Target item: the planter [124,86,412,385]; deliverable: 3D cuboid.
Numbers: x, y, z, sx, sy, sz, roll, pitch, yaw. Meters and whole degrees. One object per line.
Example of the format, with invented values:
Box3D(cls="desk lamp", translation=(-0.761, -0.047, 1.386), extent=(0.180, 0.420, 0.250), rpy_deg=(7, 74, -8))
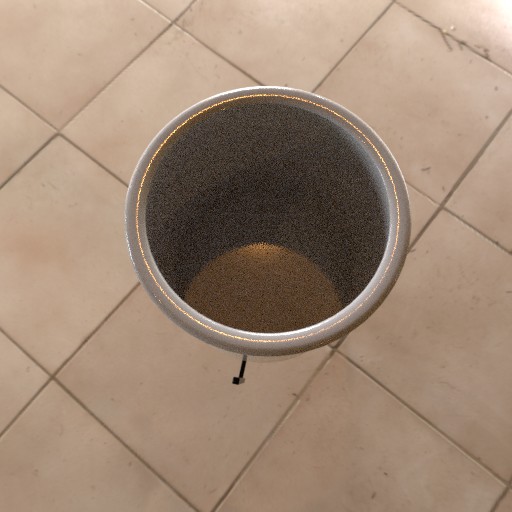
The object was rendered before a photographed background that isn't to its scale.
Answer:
Box3D(cls="planter", translation=(0.000, 0.000, 0.737), extent=(0.361, 0.480, 0.360), rpy_deg=(37, 78, 9))
